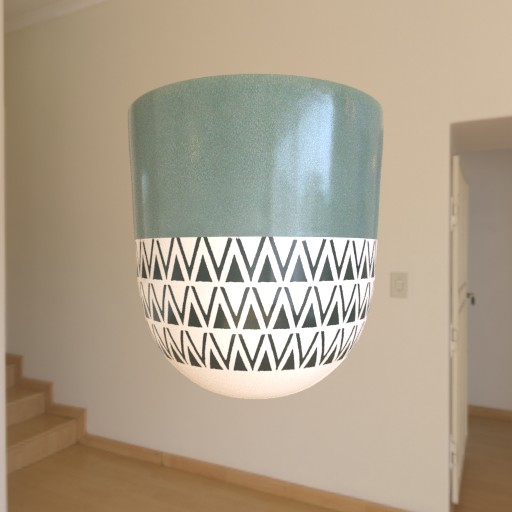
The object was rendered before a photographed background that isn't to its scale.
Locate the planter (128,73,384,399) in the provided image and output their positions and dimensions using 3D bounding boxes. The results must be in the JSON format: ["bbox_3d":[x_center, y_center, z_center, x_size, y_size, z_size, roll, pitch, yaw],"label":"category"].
[{"bbox_3d":[0.000,0.000,0.357,0.198,0.214,0.198,0,0,0],"label":"planter"}]
